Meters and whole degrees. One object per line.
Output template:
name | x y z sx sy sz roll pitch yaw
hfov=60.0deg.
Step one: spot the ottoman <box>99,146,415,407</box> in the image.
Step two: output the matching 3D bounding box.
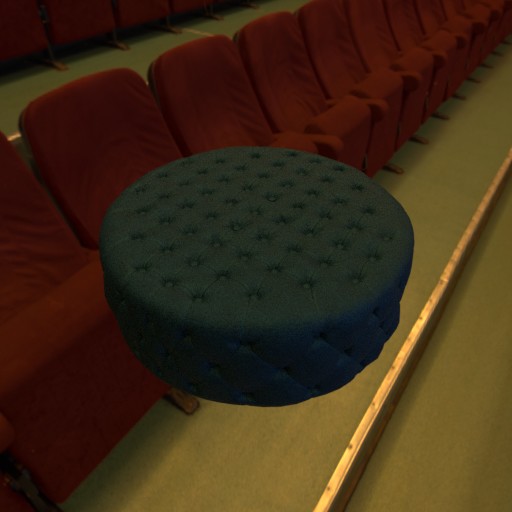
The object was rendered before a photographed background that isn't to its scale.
ottoman | 0.000 0.000 1.512 0.998 0.398 0.998 0 40 0
